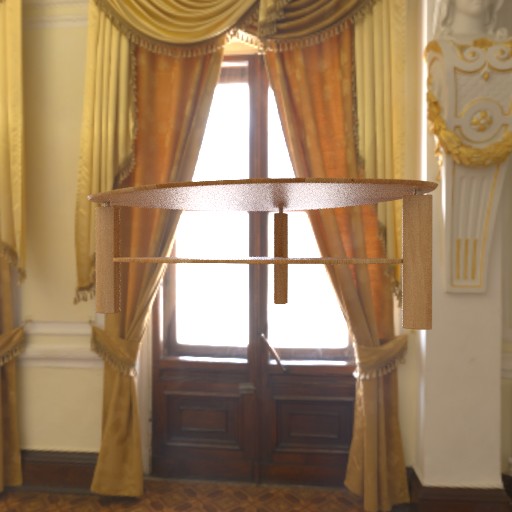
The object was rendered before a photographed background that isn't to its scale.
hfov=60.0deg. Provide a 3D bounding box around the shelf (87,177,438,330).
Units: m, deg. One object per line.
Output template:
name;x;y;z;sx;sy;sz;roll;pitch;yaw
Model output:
shelf;0.000;0.000;1.659;1.246;0.440;0.845;0;1;18
